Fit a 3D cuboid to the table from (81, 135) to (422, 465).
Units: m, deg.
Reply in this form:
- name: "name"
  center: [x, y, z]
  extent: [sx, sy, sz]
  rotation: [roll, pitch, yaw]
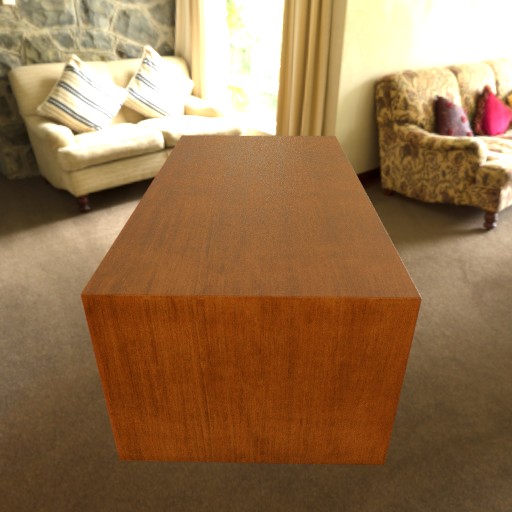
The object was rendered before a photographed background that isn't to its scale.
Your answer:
- name: "table"
  center: [0.000, 0.000, 1.248]
  extent: [0.549, 0.419, 1.000]
  rotation: [1, 30, 1]
